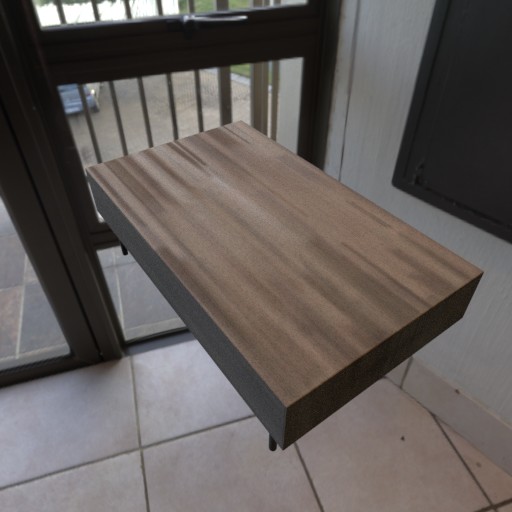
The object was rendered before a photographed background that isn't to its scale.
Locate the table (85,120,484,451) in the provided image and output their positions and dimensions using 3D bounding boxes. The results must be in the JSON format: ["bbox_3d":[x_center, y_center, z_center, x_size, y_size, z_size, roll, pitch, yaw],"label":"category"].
[{"bbox_3d":[0.000,0.000,1.423,0.643,0.347,1.088,-26,48,-26],"label":"table"}]
